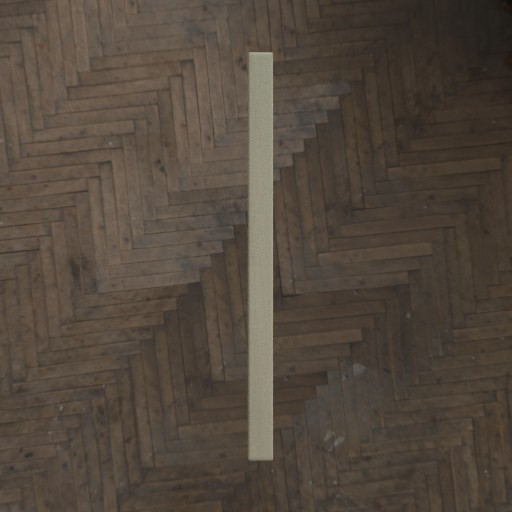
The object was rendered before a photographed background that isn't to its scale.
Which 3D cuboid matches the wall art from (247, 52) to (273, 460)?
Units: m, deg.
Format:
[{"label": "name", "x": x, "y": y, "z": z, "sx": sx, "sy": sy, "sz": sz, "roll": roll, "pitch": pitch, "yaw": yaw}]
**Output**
[{"label": "wall art", "x": 0.000, "y": 0.000, "z": 1.010, "sx": 0.041, "sy": 0.710, "sz": 0.608, "roll": 0, "pitch": 90, "yaw": -1}]
